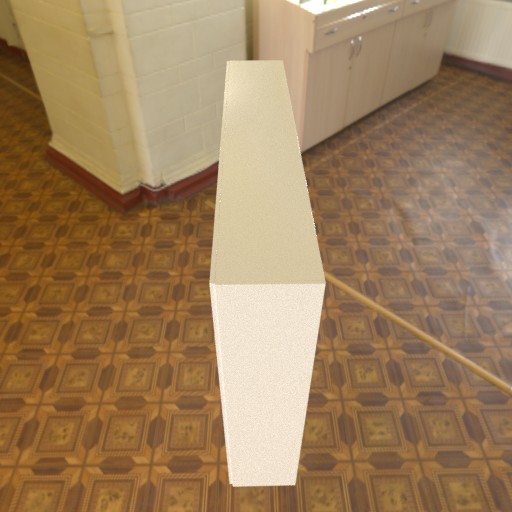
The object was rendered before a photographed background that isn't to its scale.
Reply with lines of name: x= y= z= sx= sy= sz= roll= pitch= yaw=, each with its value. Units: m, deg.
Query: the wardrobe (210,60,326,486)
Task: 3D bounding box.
wardrobe: x=0.000 y=0.000 z=3.946 sx=0.580 sy=2.360 sz=3.000 roll=-1 pitch=42 yaw=-1
